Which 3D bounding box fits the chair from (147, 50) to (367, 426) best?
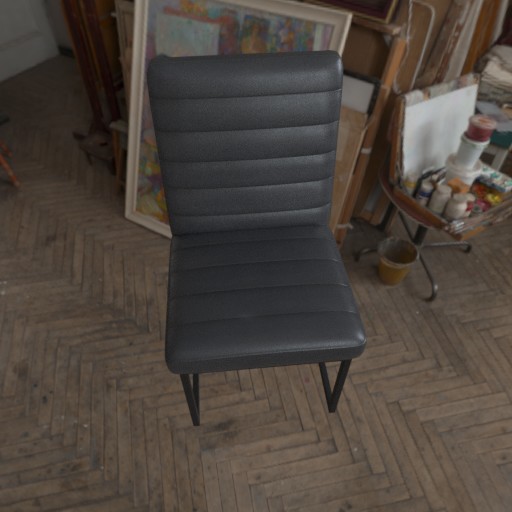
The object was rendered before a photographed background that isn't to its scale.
[{"bbox_3d":[0.000,0.000,1.297,0.520,0.930,0.634,-4,48,-4],"label":"chair"}]
